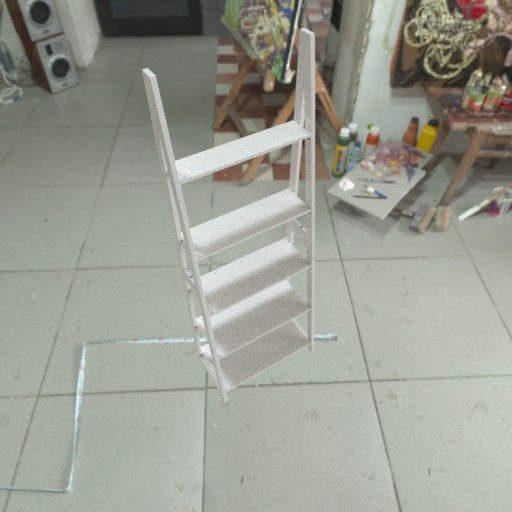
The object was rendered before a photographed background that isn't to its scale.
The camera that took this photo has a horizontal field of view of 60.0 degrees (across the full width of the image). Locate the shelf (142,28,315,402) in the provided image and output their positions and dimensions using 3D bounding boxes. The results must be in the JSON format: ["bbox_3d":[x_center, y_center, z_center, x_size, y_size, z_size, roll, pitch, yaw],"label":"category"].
[{"bbox_3d":[0.000,0.000,2.059,0.636,1.779,0.341,-25,52,-21],"label":"shelf"}]
